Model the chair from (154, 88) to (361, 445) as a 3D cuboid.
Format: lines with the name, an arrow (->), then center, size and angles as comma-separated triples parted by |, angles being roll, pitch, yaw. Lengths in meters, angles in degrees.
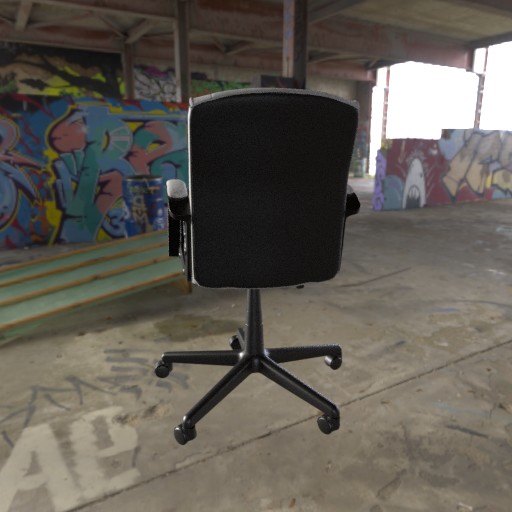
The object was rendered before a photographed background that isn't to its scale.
chair -> 0.000, 0.000, 1.513 | 0.739, 1.004, 0.717 | -3, 14, -10
